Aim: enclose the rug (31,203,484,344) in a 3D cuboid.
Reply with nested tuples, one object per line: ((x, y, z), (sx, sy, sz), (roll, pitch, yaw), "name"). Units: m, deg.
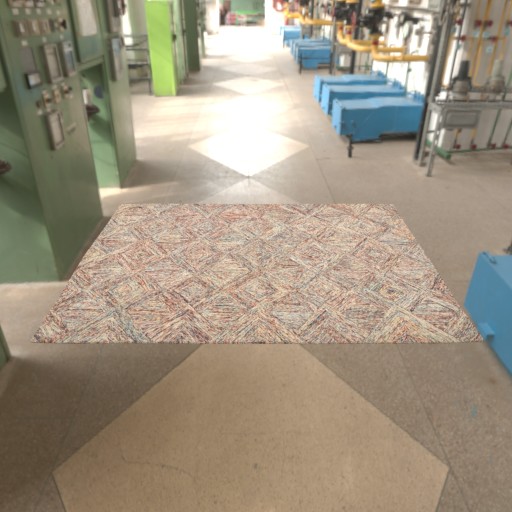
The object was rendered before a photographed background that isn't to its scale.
((0.000, 0.000, 4.167), (3.226, 0.024, 2.436), (0, 30, 0), "rug")
